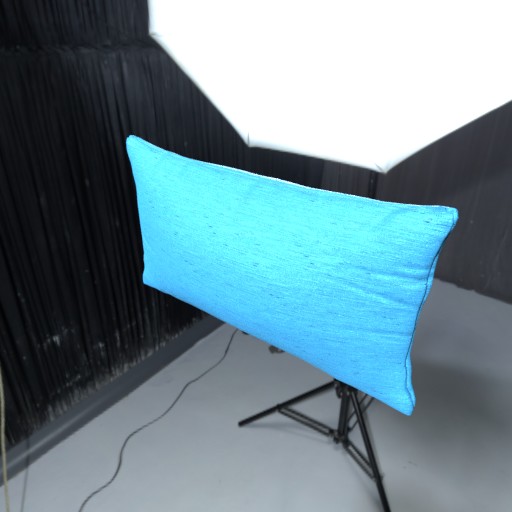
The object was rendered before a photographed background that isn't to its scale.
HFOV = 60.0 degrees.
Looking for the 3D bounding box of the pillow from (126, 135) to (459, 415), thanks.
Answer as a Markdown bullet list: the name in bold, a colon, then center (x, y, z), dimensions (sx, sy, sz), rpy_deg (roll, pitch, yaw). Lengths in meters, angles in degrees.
- **pillow**: center (0.000, 0.000, 0.785), dimensions (0.633, 0.338, 0.210), rpy_deg (20, 34, 33)
